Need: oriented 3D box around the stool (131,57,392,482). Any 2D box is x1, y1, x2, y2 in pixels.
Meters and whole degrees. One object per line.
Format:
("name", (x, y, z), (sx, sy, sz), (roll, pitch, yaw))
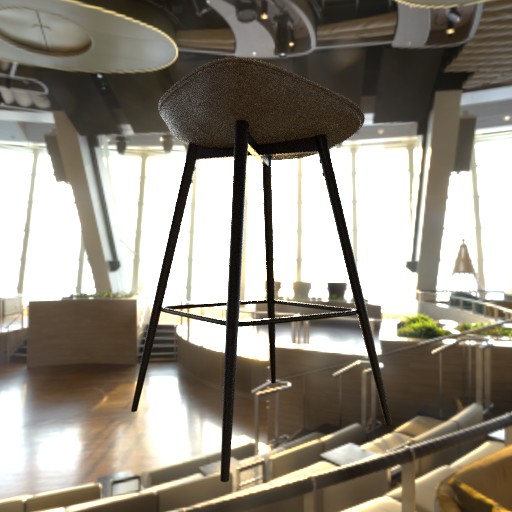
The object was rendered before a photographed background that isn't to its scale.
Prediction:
("stool", (0.000, 0.000, 1.122), (0.480, 0.814, 0.469), (0, -1, -36))
